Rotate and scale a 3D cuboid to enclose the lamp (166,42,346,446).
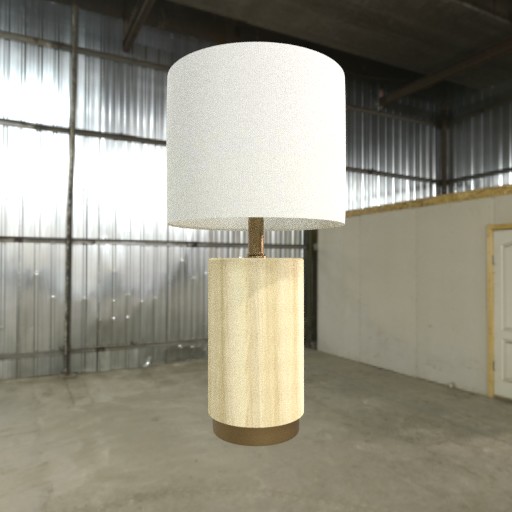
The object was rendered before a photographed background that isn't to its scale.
[{"bbox_3d":[0.000,0.000,0.573,0.228,0.444,0.228,0,0,1],"label":"lamp"}]
